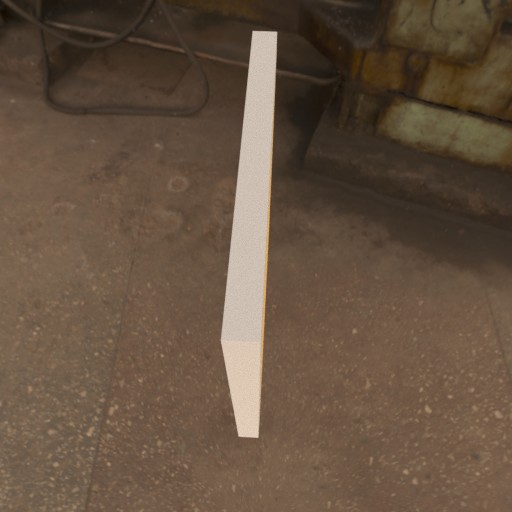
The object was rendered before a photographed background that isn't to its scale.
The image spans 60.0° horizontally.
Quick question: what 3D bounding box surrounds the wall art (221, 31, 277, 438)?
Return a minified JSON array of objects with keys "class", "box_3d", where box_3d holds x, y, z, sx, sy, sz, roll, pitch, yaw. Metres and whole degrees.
[{"class":"wall art","box_3d":[0.000,0.000,1.960,0.098,1.291,1.289,3,58,2]}]
